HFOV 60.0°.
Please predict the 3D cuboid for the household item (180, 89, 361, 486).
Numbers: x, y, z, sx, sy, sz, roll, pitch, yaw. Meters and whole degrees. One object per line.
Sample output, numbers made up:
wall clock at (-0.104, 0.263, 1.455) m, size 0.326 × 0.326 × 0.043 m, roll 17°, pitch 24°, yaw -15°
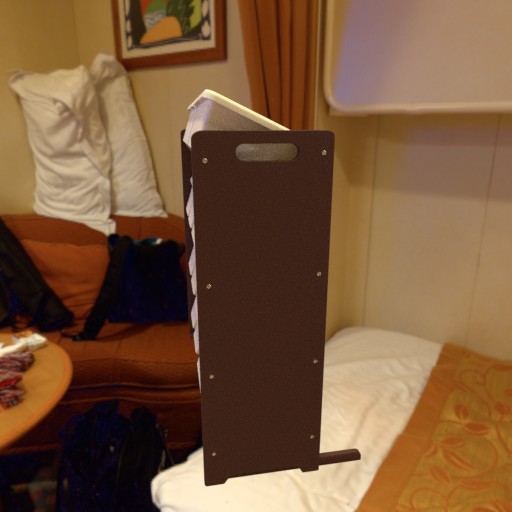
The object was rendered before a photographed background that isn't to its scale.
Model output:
household item at (0.000, 0.000, 1.305) m, size 0.389 × 0.864 × 0.787 m, roll -3°, pitch 16°, yaw -10°
